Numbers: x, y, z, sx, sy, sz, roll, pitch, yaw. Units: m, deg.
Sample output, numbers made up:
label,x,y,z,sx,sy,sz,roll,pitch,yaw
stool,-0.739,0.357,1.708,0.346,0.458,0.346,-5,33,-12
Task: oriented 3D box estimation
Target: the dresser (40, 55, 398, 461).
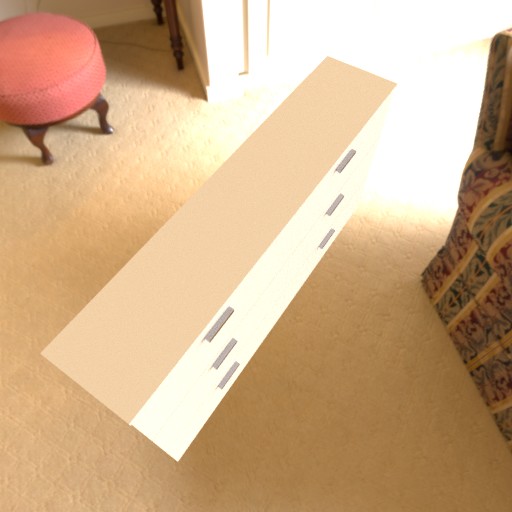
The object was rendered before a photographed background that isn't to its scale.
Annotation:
label,x,y,z,sx,sy,sz,roll,pitch,yaw
dresser,0.000,0.000,1.788,0.333,0.790,1.535,30,63,17
